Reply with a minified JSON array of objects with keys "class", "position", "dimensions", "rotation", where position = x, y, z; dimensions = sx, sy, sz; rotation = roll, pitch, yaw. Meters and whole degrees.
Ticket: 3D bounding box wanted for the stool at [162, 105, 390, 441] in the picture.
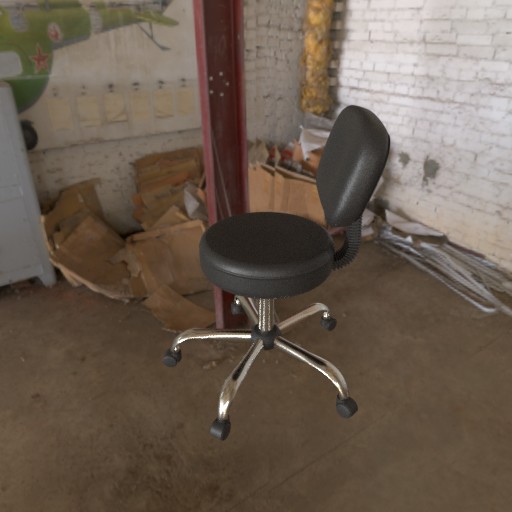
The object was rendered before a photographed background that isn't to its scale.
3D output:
[{"class":"stool","position":[0.000,0.000,1.354],"dimensions":[0.648,0.862,0.673],"rotation":[1,28,1]}]
